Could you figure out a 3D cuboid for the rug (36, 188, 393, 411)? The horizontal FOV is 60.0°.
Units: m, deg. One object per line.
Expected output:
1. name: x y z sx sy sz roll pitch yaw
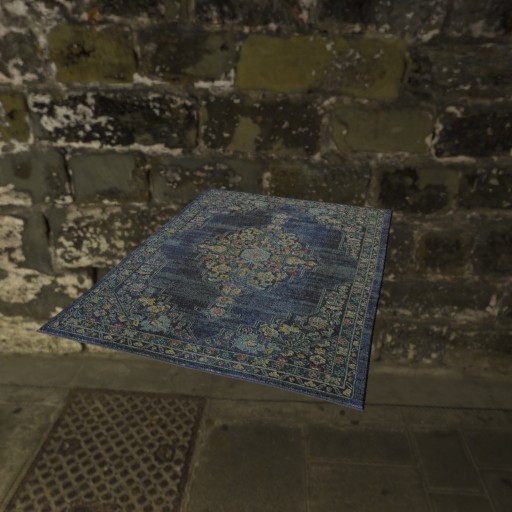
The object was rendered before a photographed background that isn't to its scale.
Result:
1. rug: 0.000 0.000 4.847 2.716 0.035 3.612 9 30 16
